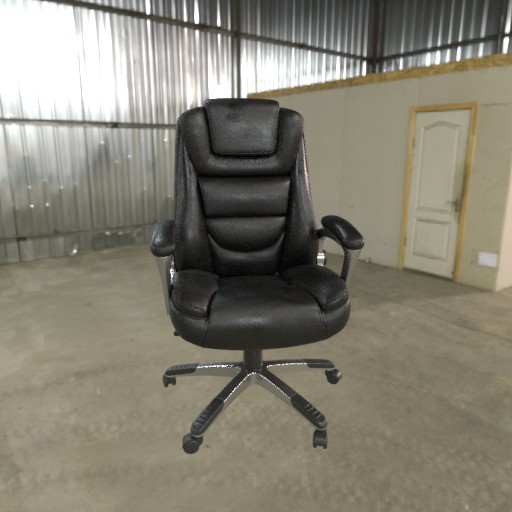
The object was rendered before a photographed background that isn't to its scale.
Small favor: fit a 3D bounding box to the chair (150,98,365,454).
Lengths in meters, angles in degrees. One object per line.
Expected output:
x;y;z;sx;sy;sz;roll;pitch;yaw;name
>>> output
0.000;0.000;1.522;0.697;1.075;0.689;-2;15;-8;chair
